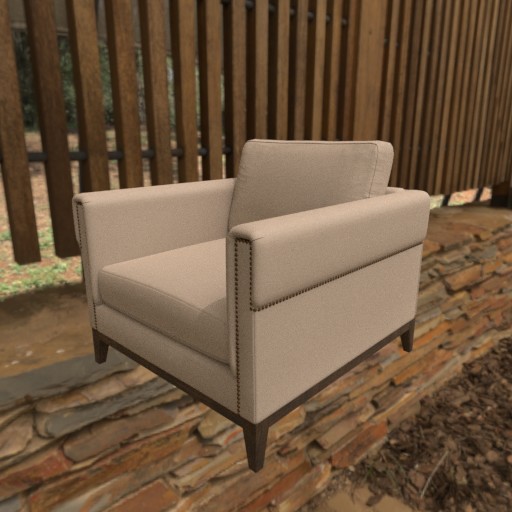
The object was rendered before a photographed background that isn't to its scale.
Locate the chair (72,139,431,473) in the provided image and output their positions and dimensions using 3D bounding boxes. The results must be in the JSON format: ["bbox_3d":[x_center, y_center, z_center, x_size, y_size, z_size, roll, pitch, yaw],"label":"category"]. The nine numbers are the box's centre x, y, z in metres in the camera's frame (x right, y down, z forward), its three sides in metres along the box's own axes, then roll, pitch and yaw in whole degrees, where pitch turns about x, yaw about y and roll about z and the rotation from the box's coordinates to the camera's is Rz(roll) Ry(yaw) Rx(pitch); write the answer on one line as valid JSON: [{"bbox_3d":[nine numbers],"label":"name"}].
[{"bbox_3d":[0.000,0.000,1.666,0.914,0.838,0.959,14,21,41],"label":"chair"}]
